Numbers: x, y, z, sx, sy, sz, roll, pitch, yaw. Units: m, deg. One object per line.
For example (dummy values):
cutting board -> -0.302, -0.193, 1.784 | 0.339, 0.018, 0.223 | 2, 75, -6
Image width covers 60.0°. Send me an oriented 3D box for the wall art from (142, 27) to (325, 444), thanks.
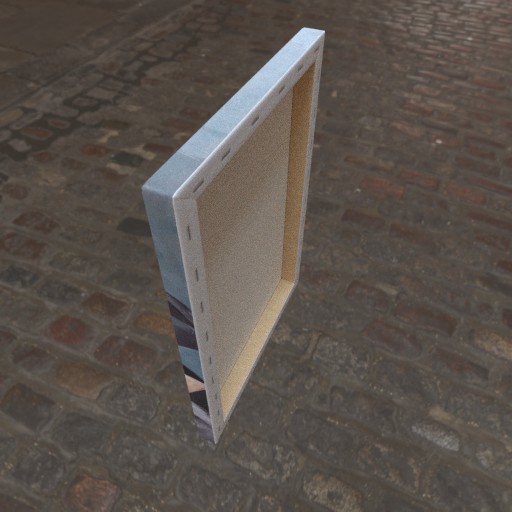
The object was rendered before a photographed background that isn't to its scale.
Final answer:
wall art -> 0.000, 0.000, 0.783 | 0.037, 0.613, 0.455 | 18, 49, 16
